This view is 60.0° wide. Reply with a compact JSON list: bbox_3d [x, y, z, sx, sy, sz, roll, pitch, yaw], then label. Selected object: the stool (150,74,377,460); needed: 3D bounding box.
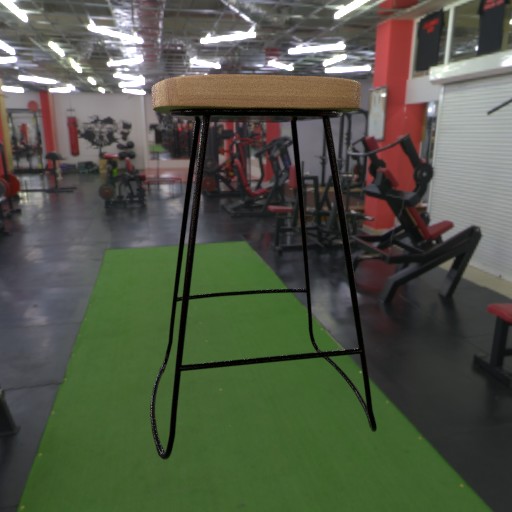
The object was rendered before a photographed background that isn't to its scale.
[{"bbox_3d":[0.000,0.000,0.945,0.480,0.679,0.401,-3,16,-11],"label":"stool"}]
